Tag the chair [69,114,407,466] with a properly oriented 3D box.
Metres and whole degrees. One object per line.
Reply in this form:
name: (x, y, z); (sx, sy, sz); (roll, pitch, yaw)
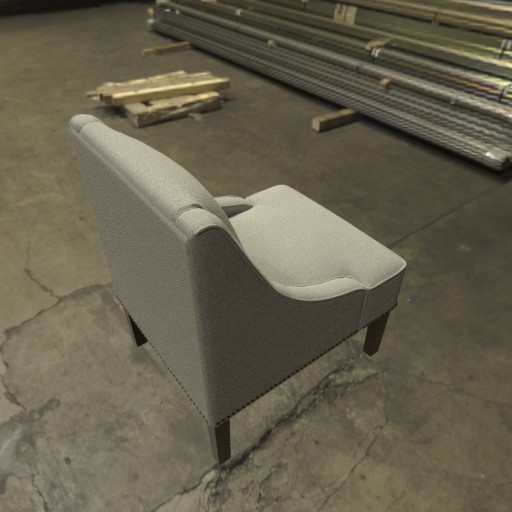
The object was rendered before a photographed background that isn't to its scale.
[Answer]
chair: (0.000, 0.000, 1.374); (0.748, 0.872, 0.628); (-26, 46, -28)
